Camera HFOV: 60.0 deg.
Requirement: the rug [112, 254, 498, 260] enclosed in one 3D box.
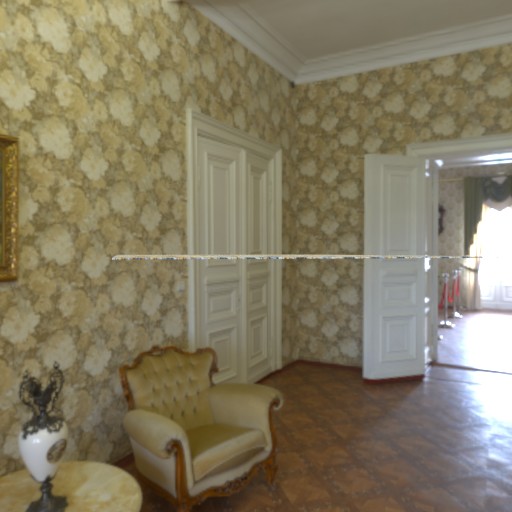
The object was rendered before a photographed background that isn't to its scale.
[{"bbox_3d":[0.000,0.000,4.024,2.439,0.010,3.048,0,0,-17],"label":"rug"}]
